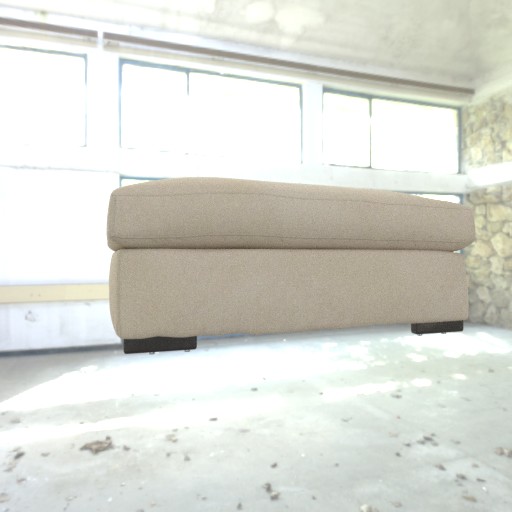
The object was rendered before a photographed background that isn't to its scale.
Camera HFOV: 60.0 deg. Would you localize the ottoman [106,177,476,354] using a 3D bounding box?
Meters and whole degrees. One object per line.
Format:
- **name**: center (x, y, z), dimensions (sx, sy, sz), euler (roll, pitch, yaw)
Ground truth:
- **ottoman**: center (0.000, 0.000, 1.862), dimensions (1.190, 0.522, 1.205), euler (0, 0, -18)
